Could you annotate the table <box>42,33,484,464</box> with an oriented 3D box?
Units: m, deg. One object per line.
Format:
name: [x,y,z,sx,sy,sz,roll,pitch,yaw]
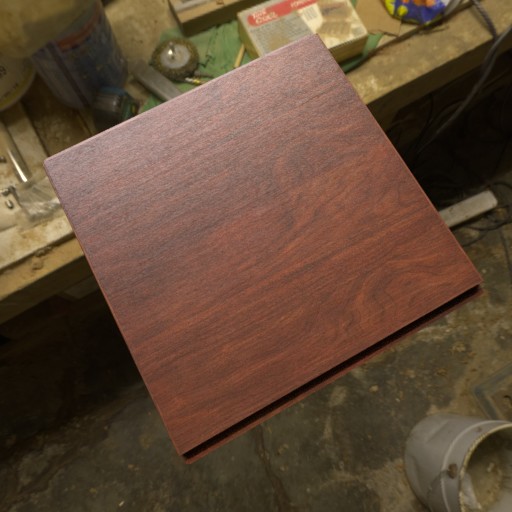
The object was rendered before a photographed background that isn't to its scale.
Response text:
table: [0.000,0.000,1.460,0.812,0.763,0.843,-28,78,-6]
